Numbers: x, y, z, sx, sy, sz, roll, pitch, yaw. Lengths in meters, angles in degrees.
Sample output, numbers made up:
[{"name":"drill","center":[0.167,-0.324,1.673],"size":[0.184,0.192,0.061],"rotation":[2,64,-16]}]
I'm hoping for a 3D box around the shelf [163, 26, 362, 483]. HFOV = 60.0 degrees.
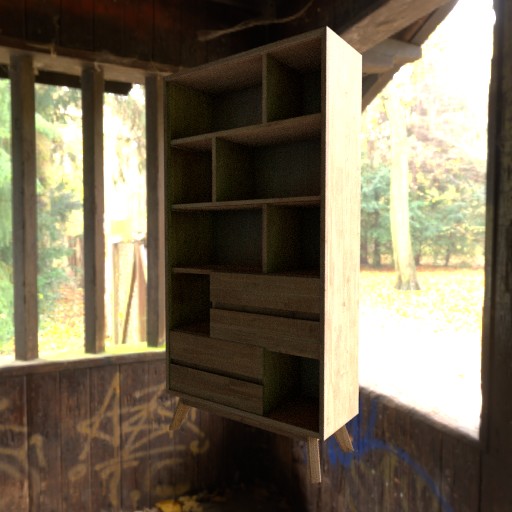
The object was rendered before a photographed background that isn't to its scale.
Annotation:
[{"name":"shelf","center":[0.000,0.000,1.750],"size":[0.748,1.471,0.308],"rotation":[2,3,36]}]
